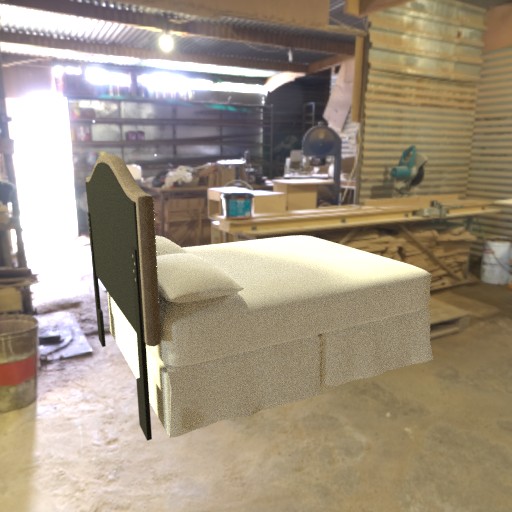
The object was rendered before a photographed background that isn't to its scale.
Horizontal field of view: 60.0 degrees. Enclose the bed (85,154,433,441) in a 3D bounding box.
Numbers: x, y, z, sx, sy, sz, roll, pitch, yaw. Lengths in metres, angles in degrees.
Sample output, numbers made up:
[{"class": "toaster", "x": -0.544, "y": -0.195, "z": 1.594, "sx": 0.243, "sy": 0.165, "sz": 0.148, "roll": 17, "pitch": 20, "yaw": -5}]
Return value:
[{"class": "bed", "x": 0.000, "y": 0.000, "z": 3.365, "sx": 2.153, "sy": 1.518, "sz": 1.713, "roll": -7, "pitch": 15, "yaw": -28}]
